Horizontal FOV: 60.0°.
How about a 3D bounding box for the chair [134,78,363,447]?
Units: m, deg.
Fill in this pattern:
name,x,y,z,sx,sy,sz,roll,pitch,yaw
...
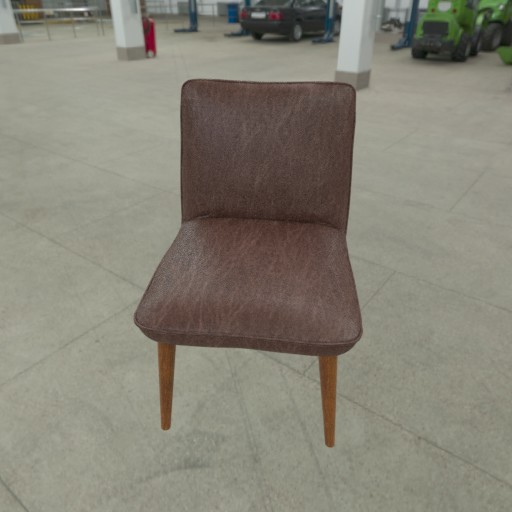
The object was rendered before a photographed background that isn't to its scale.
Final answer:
name,x,y,z,sx,sy,sz,roll,pitch,yaw
chair,0.000,0.000,1.194,0.543,0.803,0.645,1,31,2
